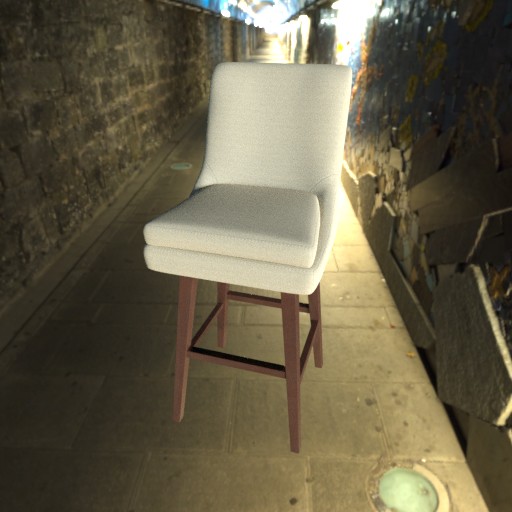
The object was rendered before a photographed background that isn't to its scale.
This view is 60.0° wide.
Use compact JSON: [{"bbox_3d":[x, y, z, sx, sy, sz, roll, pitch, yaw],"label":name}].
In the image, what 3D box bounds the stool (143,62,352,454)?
[{"bbox_3d":[0.000,0.000,1.404,0.483,1.093,0.559,8,28,15],"label":"stool"}]
